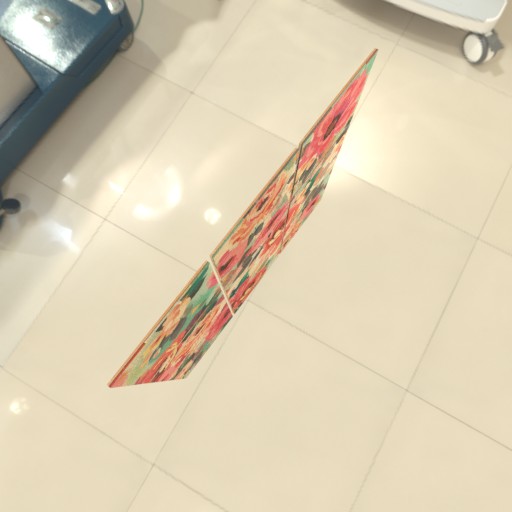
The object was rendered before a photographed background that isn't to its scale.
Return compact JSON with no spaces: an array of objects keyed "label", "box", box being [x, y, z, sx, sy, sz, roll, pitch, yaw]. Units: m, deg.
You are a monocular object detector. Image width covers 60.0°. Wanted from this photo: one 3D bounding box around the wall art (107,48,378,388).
[{"label":"wall art","box":[0.000,0.000,1.802,0.013,1.220,1.216,36,78,9]}]
